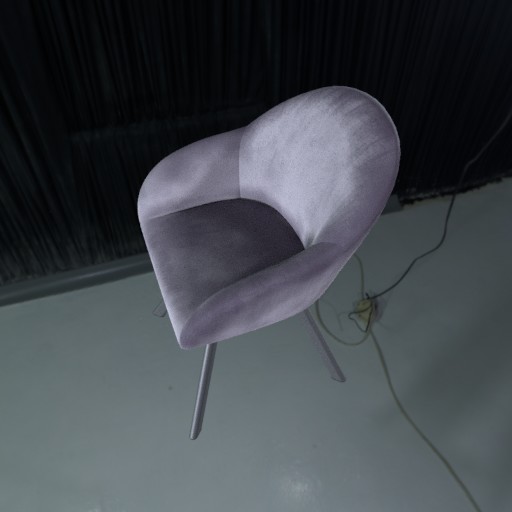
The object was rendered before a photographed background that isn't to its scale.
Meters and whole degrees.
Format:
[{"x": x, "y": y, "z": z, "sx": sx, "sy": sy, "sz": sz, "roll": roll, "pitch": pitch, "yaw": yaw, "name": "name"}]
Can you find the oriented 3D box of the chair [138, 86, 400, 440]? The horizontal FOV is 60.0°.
[{"x": 0.000, "y": 0.000, "z": 1.194, "sx": 0.590, "sy": 0.795, "sz": 0.550, "roll": -16, "pitch": 48, "yaw": -15, "name": "chair"}]
